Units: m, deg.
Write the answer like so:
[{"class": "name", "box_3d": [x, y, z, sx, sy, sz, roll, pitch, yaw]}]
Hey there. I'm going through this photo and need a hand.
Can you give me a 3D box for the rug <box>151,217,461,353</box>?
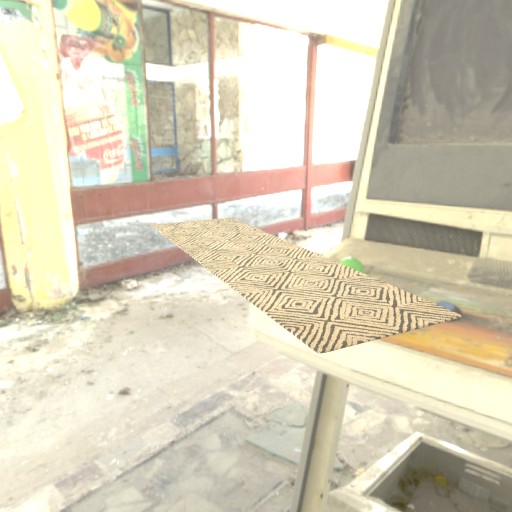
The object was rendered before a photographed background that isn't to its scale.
[{"class": "rug", "box_3d": [0.000, 0.000, 2.572, 0.676, 0.008, 2.277, -8, 18, -25]}]
